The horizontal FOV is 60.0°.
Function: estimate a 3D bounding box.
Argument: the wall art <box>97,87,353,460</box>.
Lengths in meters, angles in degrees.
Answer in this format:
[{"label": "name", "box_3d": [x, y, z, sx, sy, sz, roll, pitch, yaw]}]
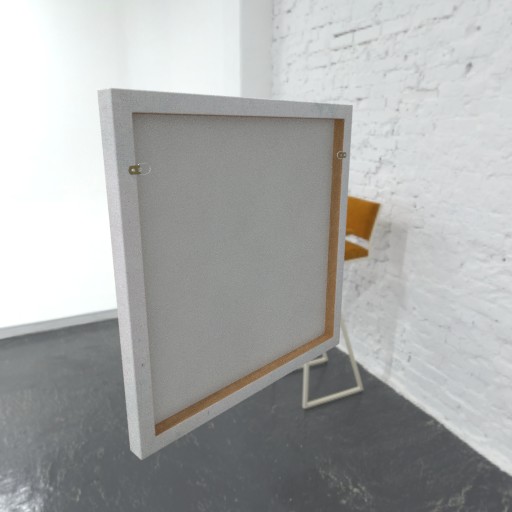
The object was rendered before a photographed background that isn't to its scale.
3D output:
[{"label": "wall art", "box_3d": [0.000, 0.000, 0.913, 0.040, 0.612, 0.612, 15, 22, 42]}]
